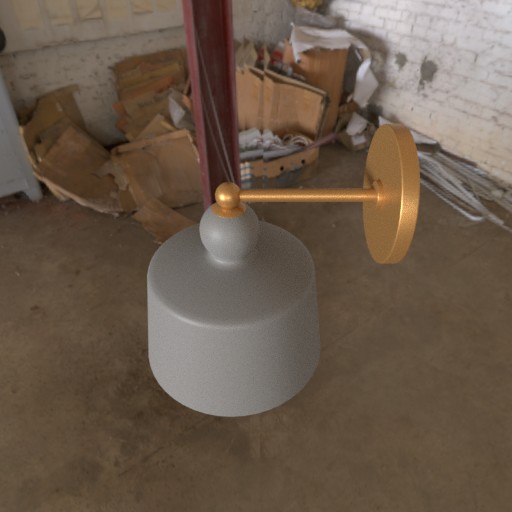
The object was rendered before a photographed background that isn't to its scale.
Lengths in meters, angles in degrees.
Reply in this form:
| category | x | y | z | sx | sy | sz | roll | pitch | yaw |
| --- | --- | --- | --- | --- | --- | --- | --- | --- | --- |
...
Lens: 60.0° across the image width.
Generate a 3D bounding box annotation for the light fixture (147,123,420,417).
| category | x | y | z | sx | sy | sz | roll | pitch | yaw |
| --- | --- | --- | --- | --- | --- | --- | --- | --- | --- |
| light fixture | 0.000 | 0.000 | 0.450 | 0.254 | 0.268 | 0.204 | 0 | 39 | 0 |
